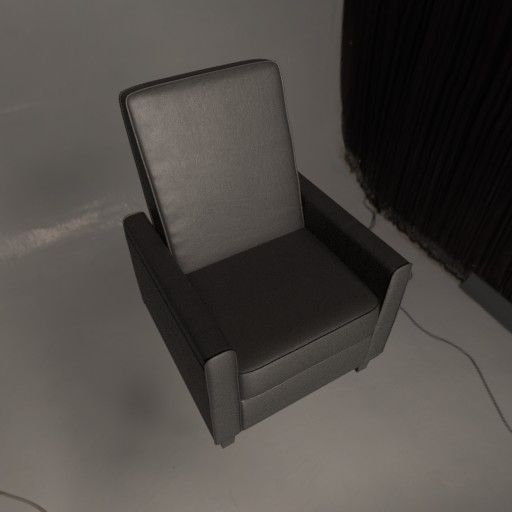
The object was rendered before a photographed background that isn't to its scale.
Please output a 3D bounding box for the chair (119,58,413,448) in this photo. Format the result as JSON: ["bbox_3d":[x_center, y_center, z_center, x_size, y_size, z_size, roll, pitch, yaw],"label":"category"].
[{"bbox_3d":[0.000,0.000,1.491,0.705,1.013,0.746,-22,49,-21],"label":"chair"}]
